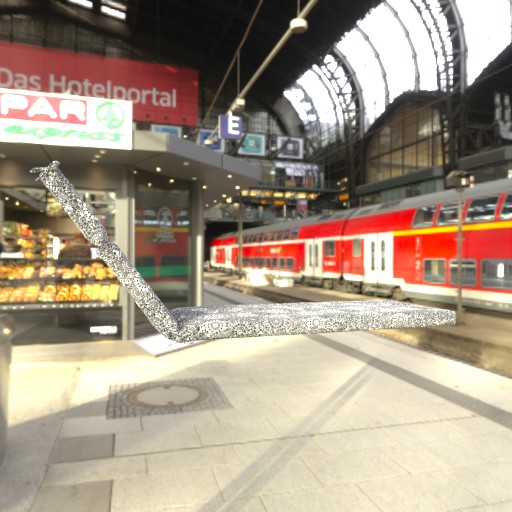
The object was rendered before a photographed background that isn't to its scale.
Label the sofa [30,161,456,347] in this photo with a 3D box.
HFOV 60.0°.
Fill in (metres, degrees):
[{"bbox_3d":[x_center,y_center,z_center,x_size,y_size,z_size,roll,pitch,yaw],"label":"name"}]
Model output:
[{"bbox_3d":[0.000,0.000,1.900,1.663,0.622,0.582,0,0,-18],"label":"sofa"}]
